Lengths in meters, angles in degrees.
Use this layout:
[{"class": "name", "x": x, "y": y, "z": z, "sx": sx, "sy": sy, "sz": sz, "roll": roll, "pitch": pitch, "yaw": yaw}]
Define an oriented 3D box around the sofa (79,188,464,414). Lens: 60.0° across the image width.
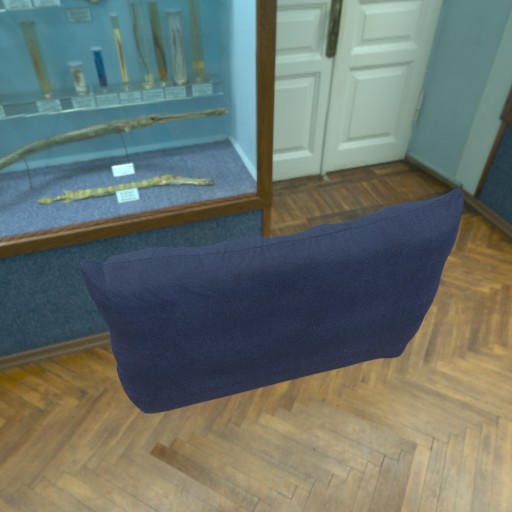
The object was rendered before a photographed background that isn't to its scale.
[{"class": "sofa", "x": 0.000, "y": 0.000, "z": 1.689, "sx": 1.122, "sy": 0.778, "sz": 0.849, "roll": -10, "pitch": 42, "yaw": -12}]
